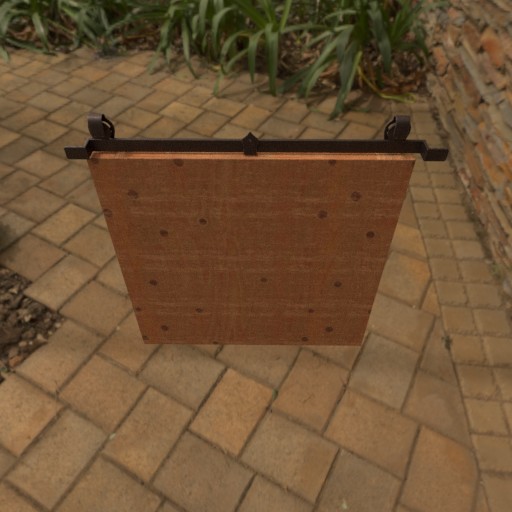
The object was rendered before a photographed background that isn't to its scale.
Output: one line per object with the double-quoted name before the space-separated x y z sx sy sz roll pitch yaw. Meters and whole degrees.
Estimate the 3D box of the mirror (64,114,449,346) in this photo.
"mirror" 0.000 0.000 1.185 0.805 0.800 0.054 0 45 0
